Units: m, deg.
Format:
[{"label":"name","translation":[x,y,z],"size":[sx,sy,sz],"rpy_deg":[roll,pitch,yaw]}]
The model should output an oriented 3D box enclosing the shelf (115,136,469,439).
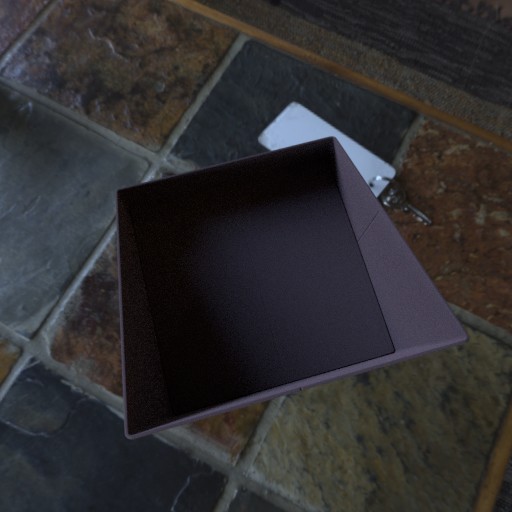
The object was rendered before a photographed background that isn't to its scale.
[{"label":"shelf","translation":[0.000,0.000,0.495],"size":[0.292,0.210,0.292],"rpy_deg":[-15,75,-4]}]
